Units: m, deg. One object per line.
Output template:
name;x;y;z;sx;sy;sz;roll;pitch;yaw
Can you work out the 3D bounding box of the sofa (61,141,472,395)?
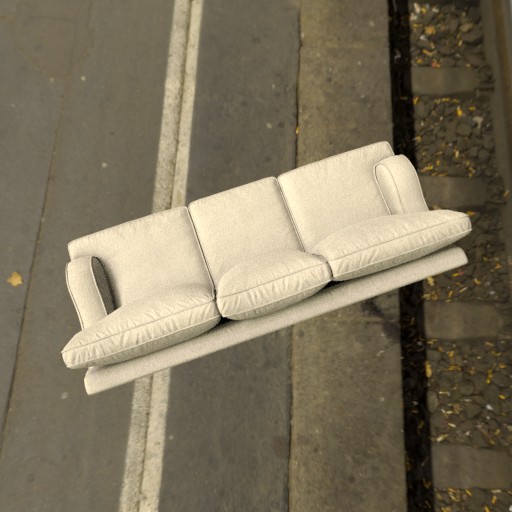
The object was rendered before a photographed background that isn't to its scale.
sofa;0.000;0.000;2.870;2.323;0.991;1.016;-19;77;-5
